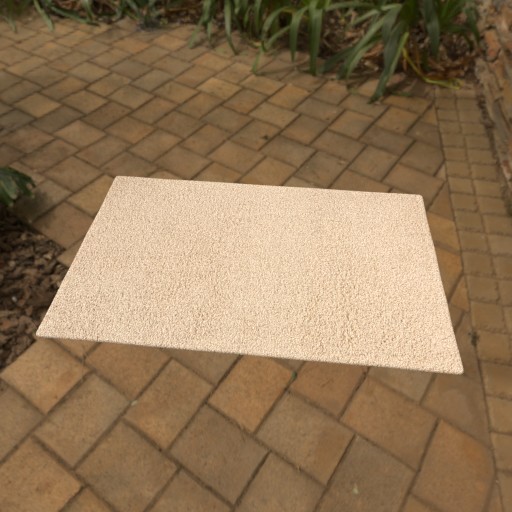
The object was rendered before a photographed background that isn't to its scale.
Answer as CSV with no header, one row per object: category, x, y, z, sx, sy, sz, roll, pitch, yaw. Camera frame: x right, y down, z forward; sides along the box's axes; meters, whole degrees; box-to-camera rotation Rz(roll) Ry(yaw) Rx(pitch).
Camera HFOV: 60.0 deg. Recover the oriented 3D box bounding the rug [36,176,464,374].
rug,0.000,0.000,3.016,2.438,0.030,1.524,4,47,4
